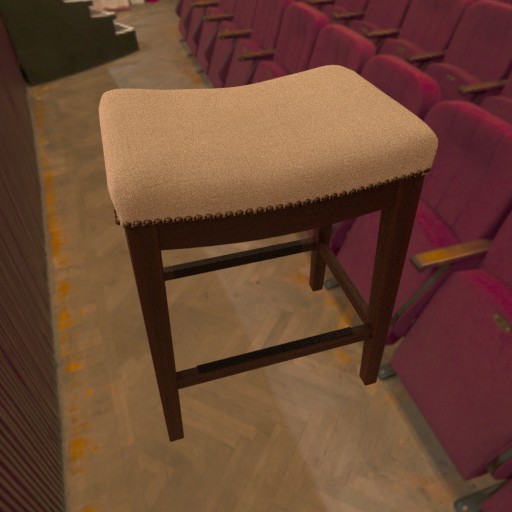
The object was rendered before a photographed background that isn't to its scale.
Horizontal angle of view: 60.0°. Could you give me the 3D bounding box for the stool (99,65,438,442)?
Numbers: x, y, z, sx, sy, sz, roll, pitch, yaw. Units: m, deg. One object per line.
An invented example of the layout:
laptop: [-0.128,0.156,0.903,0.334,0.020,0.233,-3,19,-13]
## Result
stool: [0.000,0.000,0.943,0.509,0.669,0.363,-12,43,-13]
